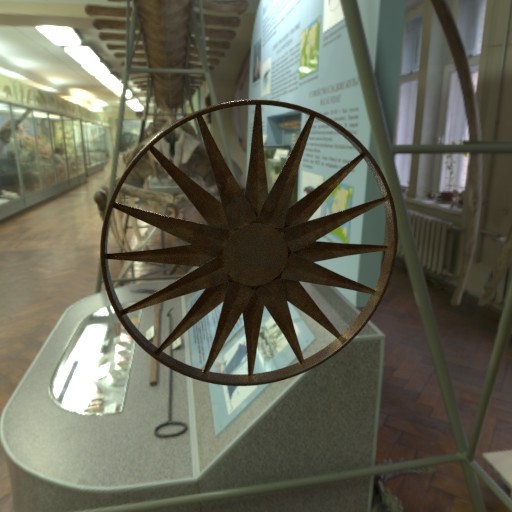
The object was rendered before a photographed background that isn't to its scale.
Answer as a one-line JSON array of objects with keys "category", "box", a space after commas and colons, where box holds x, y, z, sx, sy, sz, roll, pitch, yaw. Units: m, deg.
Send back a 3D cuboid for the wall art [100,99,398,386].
[{"category": "wall art", "box": [0.000, 0.000, 0.875, 0.582, 0.583, 0.084, -3, 15, -10]}]
